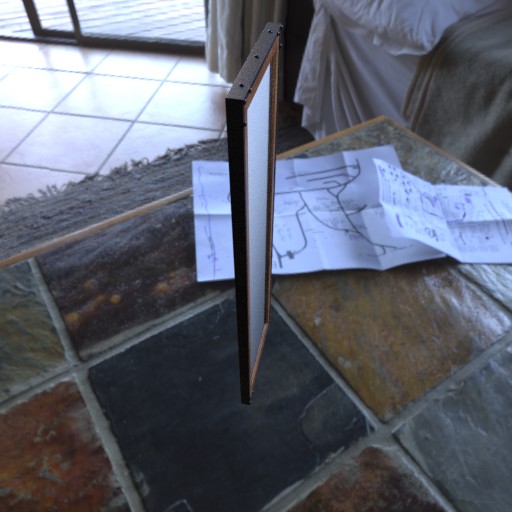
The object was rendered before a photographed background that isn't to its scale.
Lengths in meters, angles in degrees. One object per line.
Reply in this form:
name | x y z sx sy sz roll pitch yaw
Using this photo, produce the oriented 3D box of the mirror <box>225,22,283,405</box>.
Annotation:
mirror | 0.000 0.000 1.210 0.042 1.080 0.354 9 47 9
